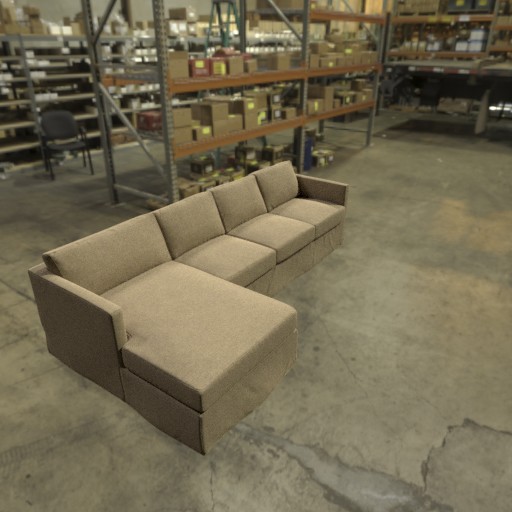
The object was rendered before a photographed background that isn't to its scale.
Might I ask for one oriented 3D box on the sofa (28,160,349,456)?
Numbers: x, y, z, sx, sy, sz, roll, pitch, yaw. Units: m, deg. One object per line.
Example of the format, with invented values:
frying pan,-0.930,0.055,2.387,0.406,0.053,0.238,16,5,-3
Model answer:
sofa,0.000,0.000,3.890,1.638,0.920,3.198,18,31,32
